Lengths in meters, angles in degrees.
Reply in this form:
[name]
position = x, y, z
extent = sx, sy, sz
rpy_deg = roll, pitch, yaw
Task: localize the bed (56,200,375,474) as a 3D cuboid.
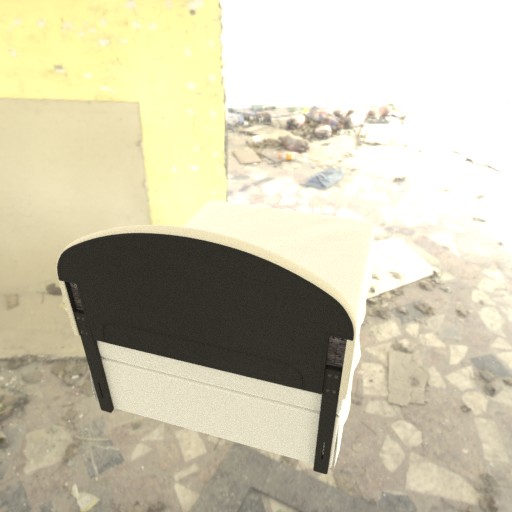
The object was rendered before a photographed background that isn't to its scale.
[bed]
position = 0.000, 0.000, 3.068
extent = 1.607, 1.410, 2.005
rpy_deg = 9, 33, 15
